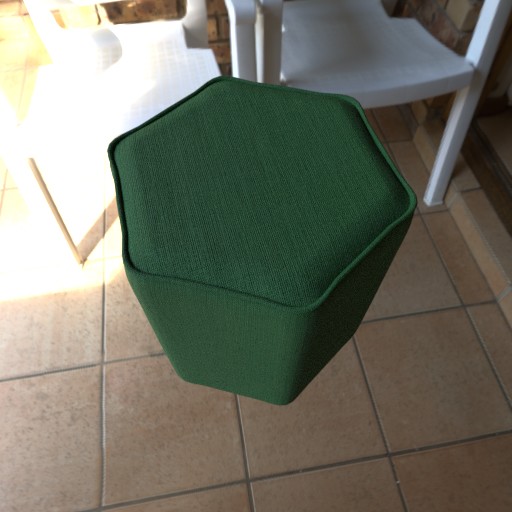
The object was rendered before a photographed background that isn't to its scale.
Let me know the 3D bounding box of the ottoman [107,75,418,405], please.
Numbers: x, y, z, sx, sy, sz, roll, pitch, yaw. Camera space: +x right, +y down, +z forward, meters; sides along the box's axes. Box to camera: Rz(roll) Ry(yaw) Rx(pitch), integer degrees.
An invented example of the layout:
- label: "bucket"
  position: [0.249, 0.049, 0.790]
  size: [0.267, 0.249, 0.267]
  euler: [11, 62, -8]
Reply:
- label: "ottoman"
  position: [0.000, 0.000, 0.887]
  size: [0.444, 0.507, 0.499]
  euler: [-13, 59, -8]
